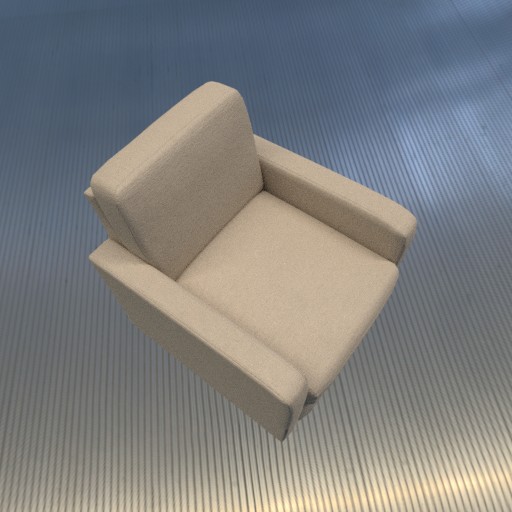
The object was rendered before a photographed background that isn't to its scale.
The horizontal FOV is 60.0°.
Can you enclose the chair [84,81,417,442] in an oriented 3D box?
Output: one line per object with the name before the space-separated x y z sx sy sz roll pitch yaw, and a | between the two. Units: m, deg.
chair | 0.000 0.000 1.529 0.888 0.827 0.755 33 65 18
